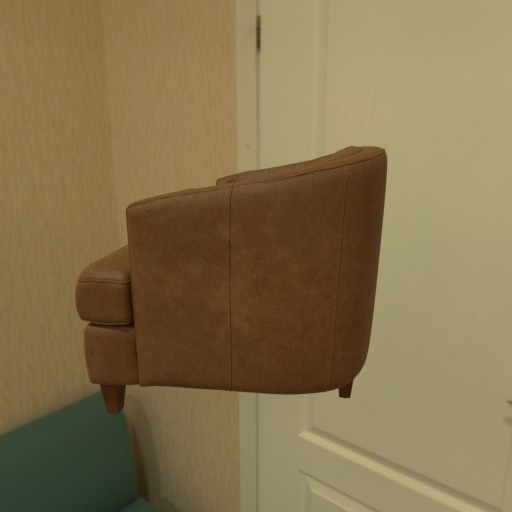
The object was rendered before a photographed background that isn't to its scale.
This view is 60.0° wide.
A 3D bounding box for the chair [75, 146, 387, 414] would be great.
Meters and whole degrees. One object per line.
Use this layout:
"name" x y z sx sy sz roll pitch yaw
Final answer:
"chair" 0.000 0.000 1.735 0.911 0.836 1.119 2 14 9
